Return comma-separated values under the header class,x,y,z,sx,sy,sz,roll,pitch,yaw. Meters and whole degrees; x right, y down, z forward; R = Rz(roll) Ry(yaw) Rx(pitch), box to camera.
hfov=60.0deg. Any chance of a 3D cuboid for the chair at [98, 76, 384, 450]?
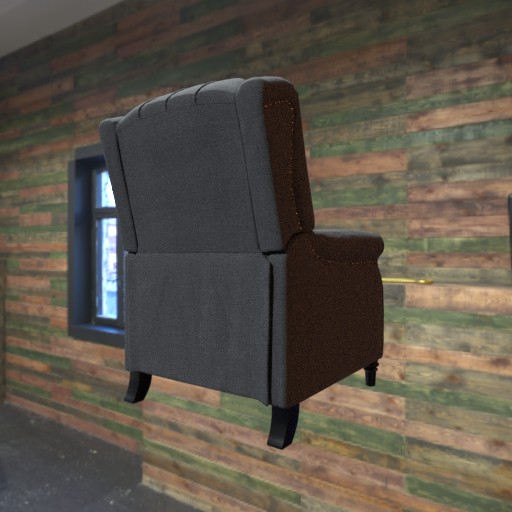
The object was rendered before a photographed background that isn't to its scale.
class,x,y,z,sx,sy,sz,roll,pitch,yaw
chair,0.000,0.000,1.643,0.742,1.035,0.898,0,1,36
